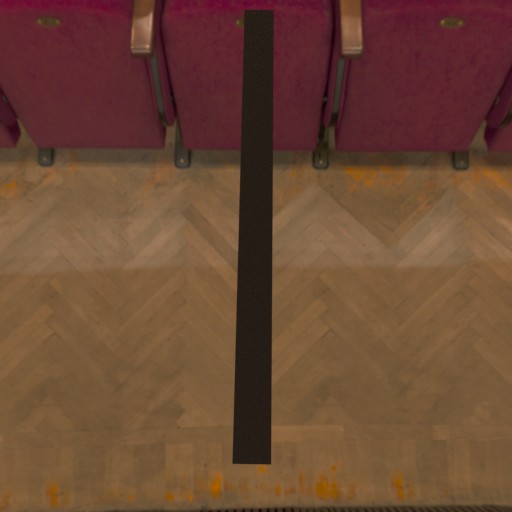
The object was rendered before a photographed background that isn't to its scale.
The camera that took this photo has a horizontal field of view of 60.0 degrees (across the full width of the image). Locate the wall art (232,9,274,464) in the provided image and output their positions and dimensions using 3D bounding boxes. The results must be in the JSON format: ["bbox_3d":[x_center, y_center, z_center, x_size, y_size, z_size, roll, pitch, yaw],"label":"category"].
[{"bbox_3d":[0.000,0.000,0.526,0.028,0.325,0.397,1,75,0],"label":"wall art"}]
